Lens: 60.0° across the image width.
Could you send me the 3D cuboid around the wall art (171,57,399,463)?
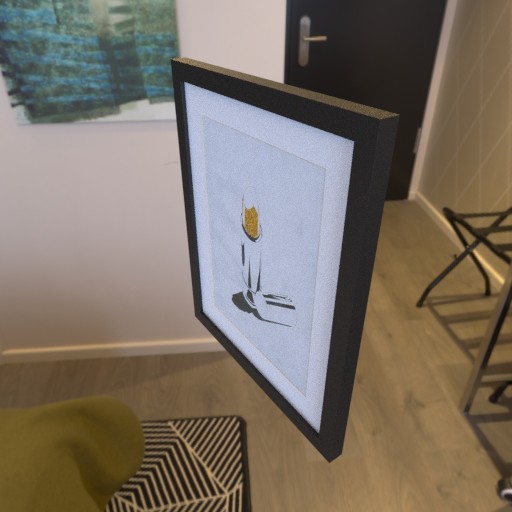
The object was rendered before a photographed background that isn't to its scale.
[{"bbox_3d":[0.000,0.000,0.743,0.029,0.559,0.457,-21,38,-29],"label":"wall art"}]
